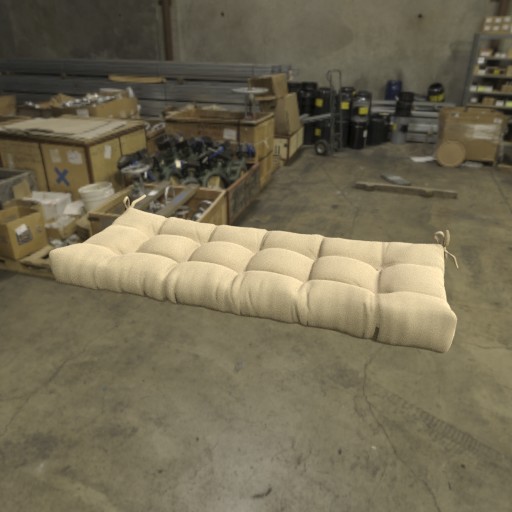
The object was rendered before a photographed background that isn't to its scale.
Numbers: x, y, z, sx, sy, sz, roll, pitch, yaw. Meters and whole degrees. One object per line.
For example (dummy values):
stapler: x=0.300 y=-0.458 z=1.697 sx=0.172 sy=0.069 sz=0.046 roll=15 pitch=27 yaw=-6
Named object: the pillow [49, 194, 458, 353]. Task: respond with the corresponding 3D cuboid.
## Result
pillow: x=0.000 y=0.000 z=1.365 sx=1.194 sy=0.174 sz=0.511 roll=8 pitch=27 yaw=16
